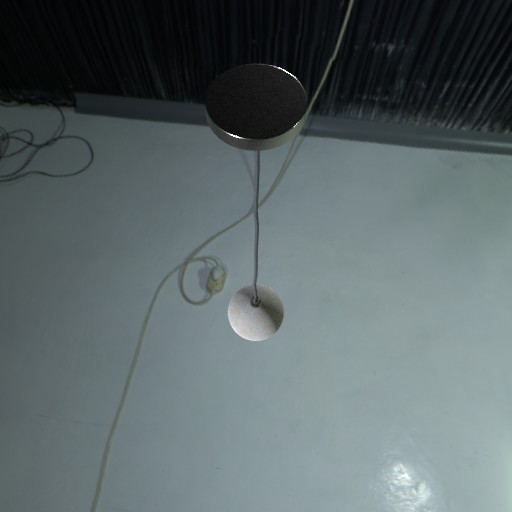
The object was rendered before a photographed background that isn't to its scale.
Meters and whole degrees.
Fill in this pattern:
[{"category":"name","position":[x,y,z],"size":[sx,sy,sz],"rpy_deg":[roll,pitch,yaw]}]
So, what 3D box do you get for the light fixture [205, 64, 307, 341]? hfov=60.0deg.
[{"category":"light fixture","position":[0.000,0.000,0.821],"size":[0.139,0.764,0.139],"rpy_deg":[2,64,1]}]
